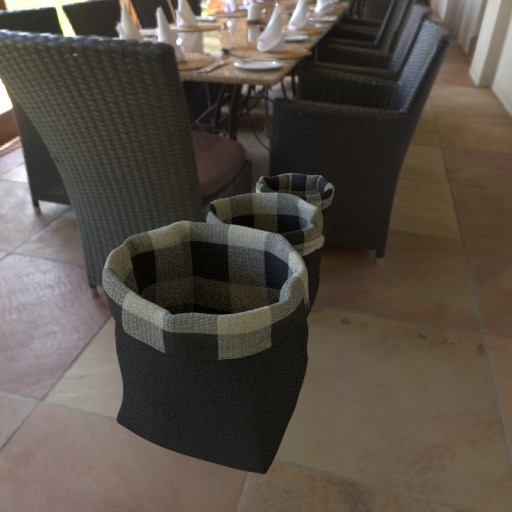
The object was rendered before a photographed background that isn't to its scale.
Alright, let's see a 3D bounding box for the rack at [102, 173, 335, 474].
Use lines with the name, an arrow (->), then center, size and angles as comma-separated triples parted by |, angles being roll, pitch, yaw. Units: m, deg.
rack -> 0.000, 0.000, 1.076 | 0.370, 0.329, 0.889 | 10, 35, 15
